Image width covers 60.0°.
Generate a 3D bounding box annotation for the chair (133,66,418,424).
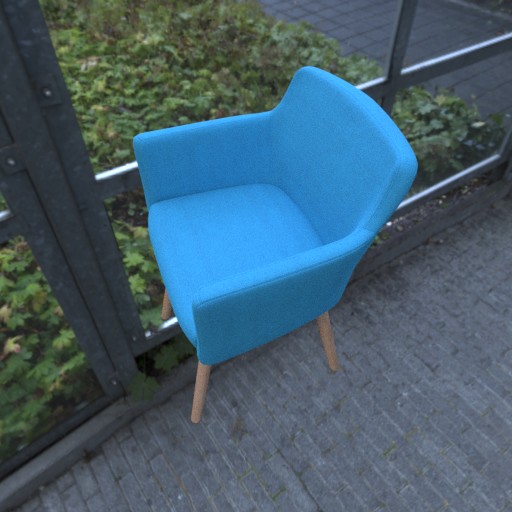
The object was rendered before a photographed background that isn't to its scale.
[{"bbox_3d":[0.000,0.000,1.154,0.540,0.780,0.570,-16,49,-14],"label":"chair"}]
